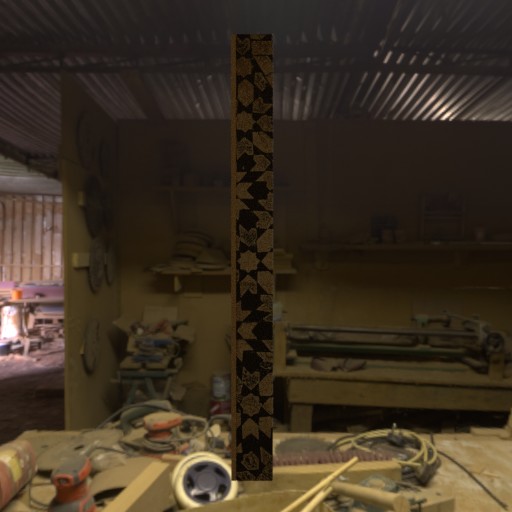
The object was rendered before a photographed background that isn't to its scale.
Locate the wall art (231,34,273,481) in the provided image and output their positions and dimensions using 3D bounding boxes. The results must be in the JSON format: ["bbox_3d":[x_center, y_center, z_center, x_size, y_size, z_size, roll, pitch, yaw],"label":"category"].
[{"bbox_3d":[0.000,0.000,0.603,0.038,0.405,0.405,0,1,1],"label":"wall art"}]
